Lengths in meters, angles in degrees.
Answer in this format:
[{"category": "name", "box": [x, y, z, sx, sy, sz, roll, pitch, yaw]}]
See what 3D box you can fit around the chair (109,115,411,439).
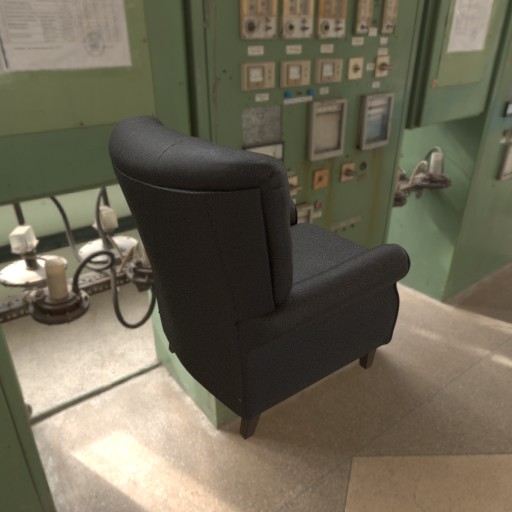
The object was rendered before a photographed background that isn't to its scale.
[{"category": "chair", "box": [0.000, 0.000, 1.886, 1.058, 1.158, 0.948, -18, 32, -31]}]
